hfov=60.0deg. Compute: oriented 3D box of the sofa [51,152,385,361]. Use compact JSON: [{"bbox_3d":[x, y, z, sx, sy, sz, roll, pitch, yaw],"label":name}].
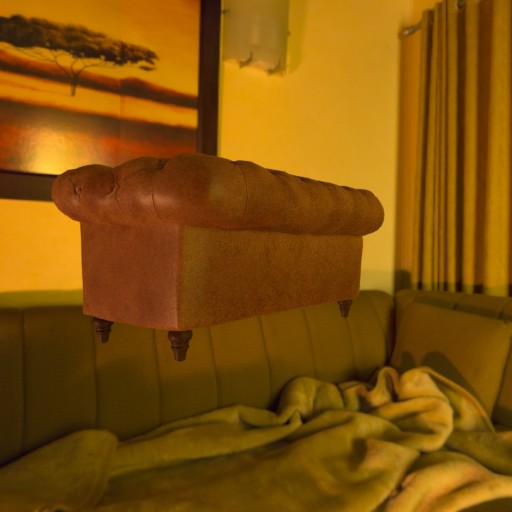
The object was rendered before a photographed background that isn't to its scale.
[{"bbox_3d":[0.000,0.000,2.593,1.042,0.877,1.979,1,1,38],"label":"sofa"}]
